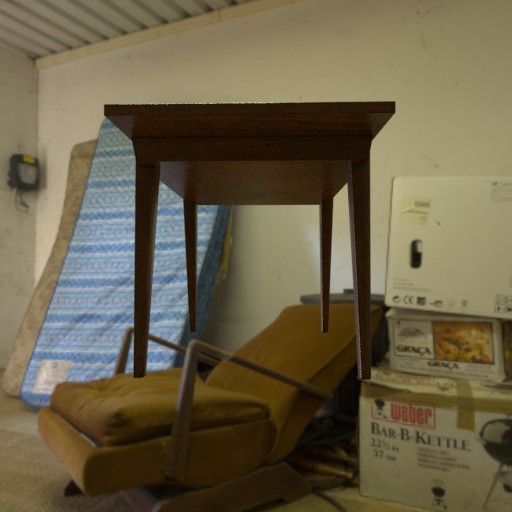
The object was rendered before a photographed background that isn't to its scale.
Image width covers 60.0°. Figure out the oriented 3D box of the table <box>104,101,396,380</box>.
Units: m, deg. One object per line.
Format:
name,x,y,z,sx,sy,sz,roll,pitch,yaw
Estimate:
table,0.000,0.000,1.840,0.757,0.760,1.400,0,-2,2
